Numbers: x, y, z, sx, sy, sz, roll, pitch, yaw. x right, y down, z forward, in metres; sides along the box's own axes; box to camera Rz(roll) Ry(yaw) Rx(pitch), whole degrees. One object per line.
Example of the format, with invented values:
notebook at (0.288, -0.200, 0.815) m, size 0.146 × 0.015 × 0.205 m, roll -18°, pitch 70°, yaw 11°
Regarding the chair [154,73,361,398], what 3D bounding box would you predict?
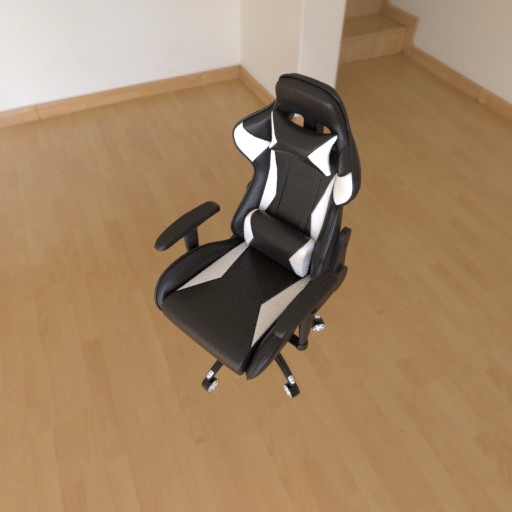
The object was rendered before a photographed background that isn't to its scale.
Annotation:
chair at (0.000, 0.000, 1.791) m, size 0.730 × 1.285 × 0.695 m, roll 32°, pitch 55°, yaw 26°
